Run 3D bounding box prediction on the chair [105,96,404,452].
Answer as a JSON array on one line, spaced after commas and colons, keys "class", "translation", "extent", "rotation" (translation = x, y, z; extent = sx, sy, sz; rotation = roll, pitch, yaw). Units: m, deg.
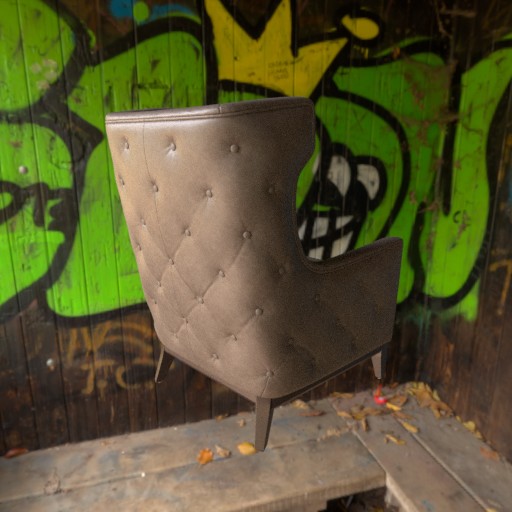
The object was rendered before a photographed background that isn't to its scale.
[{"class": "chair", "translation": [0.000, 0.000, 1.672], "extent": [0.769, 1.079, 0.899], "rotation": [14, 21, 43]}]
